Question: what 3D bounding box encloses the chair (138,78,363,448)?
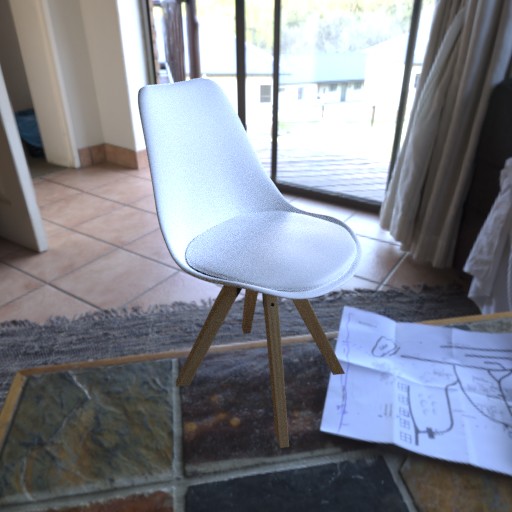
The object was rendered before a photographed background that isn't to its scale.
[{"bbox_3d":[0.000,0.000,1.198,0.550,0.849,0.485,18,33,31],"label":"chair"}]
